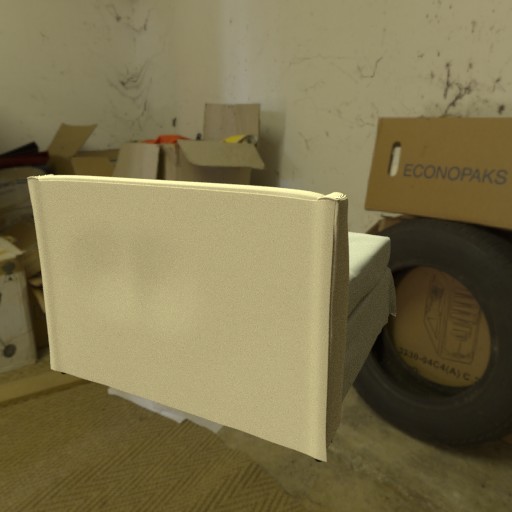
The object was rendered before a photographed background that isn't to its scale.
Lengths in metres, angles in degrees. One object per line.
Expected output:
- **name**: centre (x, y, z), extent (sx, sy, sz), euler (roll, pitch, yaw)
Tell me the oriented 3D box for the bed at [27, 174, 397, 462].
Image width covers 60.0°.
- **bed**: centre (0.000, 0.000, 3.334), extent (1.925, 1.332, 2.276), euler (8, 18, 26)
